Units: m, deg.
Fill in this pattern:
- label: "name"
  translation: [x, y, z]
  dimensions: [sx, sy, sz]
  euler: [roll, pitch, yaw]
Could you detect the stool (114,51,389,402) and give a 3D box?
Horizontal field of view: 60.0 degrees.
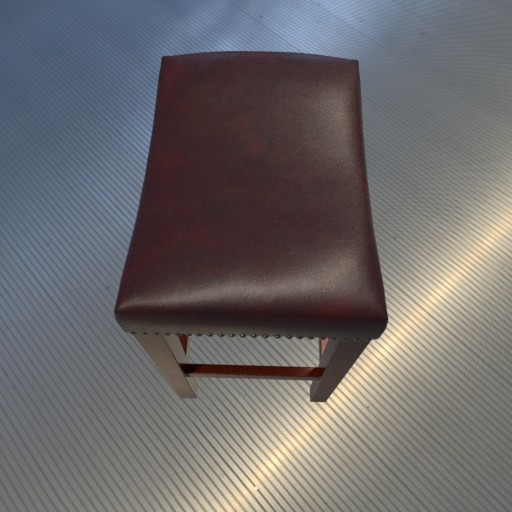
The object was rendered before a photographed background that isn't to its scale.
- label: "stool"
  translation: [0.000, 0.000, 0.947]
  dimensions: [0.372, 0.657, 0.504]
  euler: [1, 62, 1]
